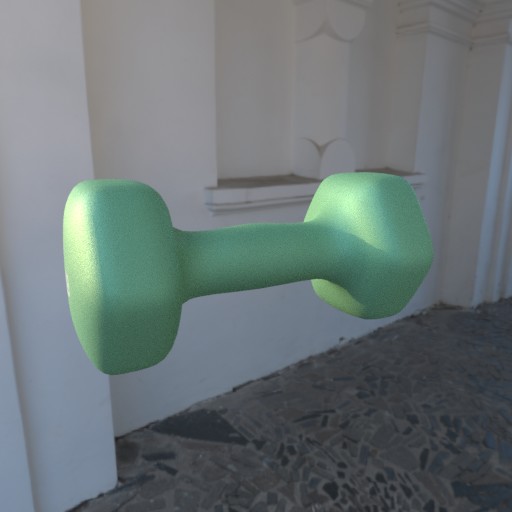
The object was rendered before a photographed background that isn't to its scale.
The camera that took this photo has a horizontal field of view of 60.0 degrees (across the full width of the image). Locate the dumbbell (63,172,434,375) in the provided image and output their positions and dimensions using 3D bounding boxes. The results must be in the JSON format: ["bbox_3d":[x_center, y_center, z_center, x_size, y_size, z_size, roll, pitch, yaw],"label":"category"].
[{"bbox_3d":[0.000,0.000,0.328,0.260,0.117,0.129,-6,15,-25],"label":"dumbbell"}]
